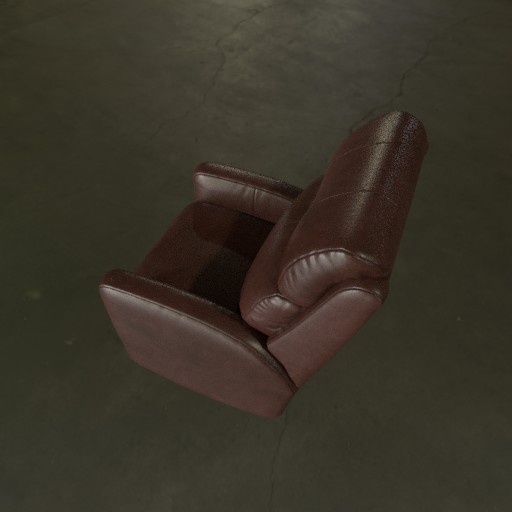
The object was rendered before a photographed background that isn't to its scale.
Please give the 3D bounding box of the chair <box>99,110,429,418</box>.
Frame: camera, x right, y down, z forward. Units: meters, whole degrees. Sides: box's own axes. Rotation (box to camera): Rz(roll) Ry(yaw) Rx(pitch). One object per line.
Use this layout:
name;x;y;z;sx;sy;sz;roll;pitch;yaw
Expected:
chair;0.000;0.000;1.644;0.939;1.016;0.787;17;50;15
